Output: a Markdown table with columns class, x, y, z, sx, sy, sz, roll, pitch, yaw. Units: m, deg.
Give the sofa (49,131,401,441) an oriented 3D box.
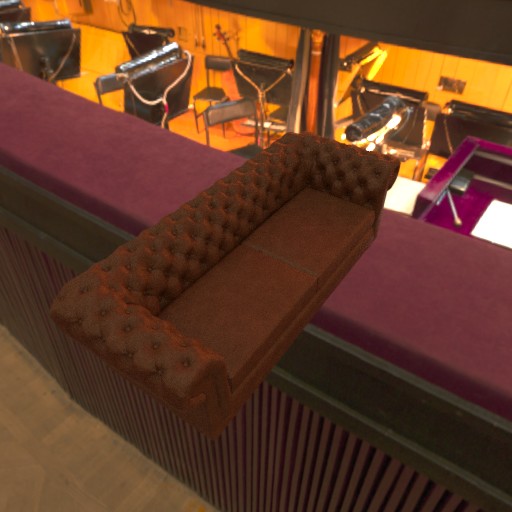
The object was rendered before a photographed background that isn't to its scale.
| class | x | y | z | sx | sy | sz | roll | pitch | yaw |
| --- | --- | --- | --- | --- | --- | --- | --- | --- | --- |
| sofa | 0.000 | 0.000 | 2.864 | 0.944 | 0.783 | 2.385 | 24 | 46 | 26 |
